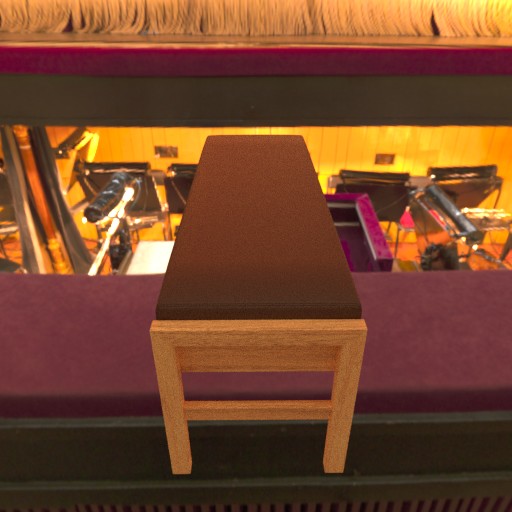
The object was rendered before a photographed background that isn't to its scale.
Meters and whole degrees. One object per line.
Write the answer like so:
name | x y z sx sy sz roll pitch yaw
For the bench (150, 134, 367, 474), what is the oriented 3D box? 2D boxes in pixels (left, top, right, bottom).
bench | 0.000 0.000 1.440 0.405 0.480 1.200 0 31 0
